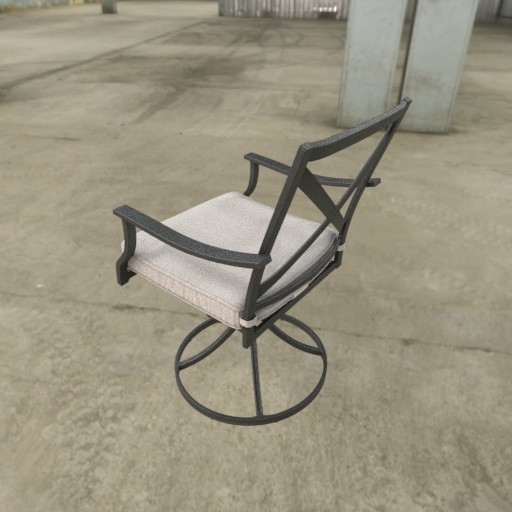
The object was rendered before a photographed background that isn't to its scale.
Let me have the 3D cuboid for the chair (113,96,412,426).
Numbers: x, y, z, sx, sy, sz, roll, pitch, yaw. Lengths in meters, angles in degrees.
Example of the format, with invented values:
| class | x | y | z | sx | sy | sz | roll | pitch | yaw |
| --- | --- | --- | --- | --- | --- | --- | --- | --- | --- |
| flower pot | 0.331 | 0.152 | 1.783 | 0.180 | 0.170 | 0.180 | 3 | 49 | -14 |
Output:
| class | x | y | z | sx | sy | sz | roll | pitch | yaw |
| --- | --- | --- | --- | --- | --- | --- | --- | --- | --- |
| chair | 0.000 | 0.000 | 1.298 | 0.620 | 0.889 | 0.575 | 22 | 38 | 31 |
